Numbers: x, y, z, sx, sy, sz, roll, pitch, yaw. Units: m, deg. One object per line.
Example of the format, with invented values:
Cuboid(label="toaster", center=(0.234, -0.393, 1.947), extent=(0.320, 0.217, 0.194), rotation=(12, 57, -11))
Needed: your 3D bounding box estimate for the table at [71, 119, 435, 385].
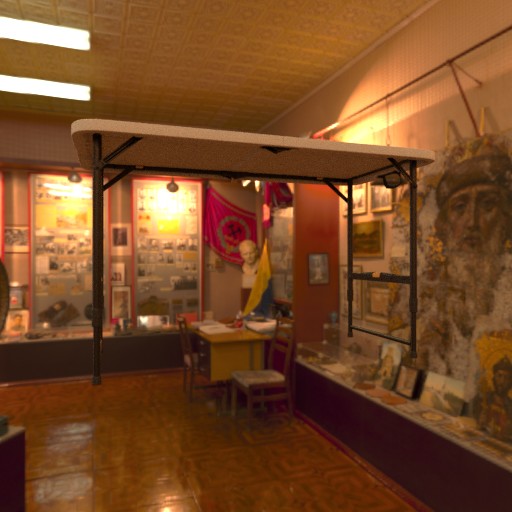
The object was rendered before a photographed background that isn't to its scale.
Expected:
Cuboid(label="table", center=(0.000, 0.000, 1.652), extent=(1.245, 0.737, 0.611), rotation=(0, 0, -18))
